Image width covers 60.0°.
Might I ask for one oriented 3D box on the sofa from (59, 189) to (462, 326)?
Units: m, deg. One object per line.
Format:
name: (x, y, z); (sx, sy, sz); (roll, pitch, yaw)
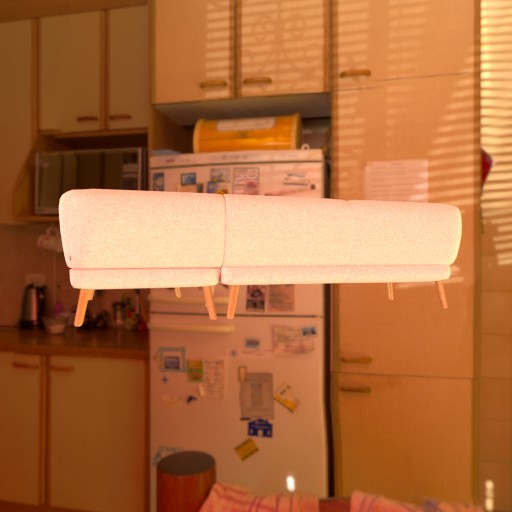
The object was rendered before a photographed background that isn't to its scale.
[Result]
sofa: (0.000, 0.000, 3.355); (2.660, 0.730, 1.610); (0, 0, -18)
